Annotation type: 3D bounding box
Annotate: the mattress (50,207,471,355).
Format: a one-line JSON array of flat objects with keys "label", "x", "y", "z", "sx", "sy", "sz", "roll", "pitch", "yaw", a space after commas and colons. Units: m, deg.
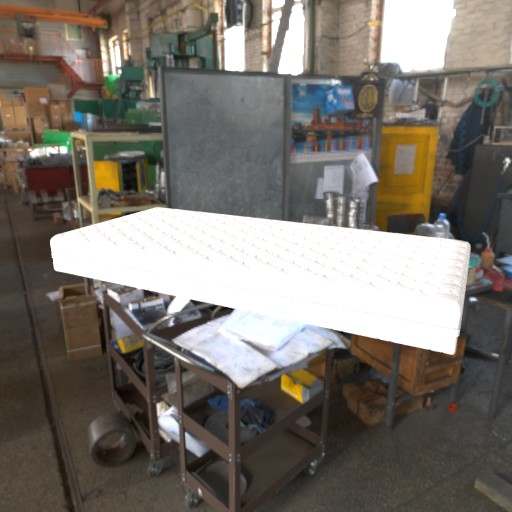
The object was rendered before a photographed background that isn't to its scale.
[{"label": "mattress", "x": 0.000, "y": 0.000, "z": 2.317, "sx": 2.000, "sy": 0.200, "sz": 0.900, "roll": 9, "pitch": 19, "yaw": 25}]
